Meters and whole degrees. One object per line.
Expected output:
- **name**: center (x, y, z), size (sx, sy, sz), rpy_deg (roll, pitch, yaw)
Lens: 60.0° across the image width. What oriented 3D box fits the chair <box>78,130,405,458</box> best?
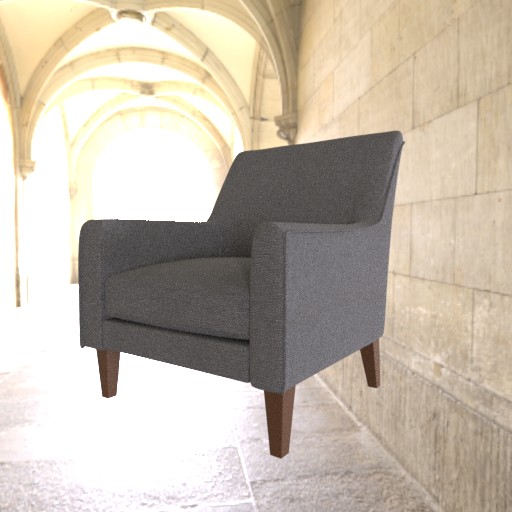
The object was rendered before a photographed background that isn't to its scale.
- **chair**: center (0.000, 0.000, 1.560), size (0.780, 0.919, 0.899), rpy_deg (2, 4, 35)
